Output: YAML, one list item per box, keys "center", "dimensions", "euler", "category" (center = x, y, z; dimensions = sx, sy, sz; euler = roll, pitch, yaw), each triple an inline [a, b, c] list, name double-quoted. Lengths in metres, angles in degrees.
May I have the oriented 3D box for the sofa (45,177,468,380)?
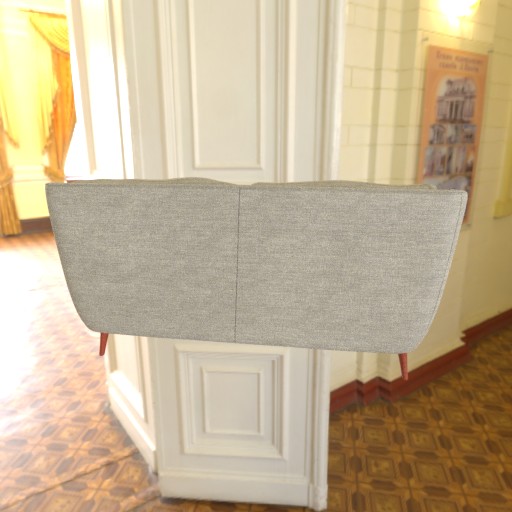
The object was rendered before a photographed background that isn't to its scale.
- center: [0.000, 0.000, 2.395]
  dimensions: [1.930, 0.897, 0.976]
  euler: [2, 16, 8]
  category: "sofa"
